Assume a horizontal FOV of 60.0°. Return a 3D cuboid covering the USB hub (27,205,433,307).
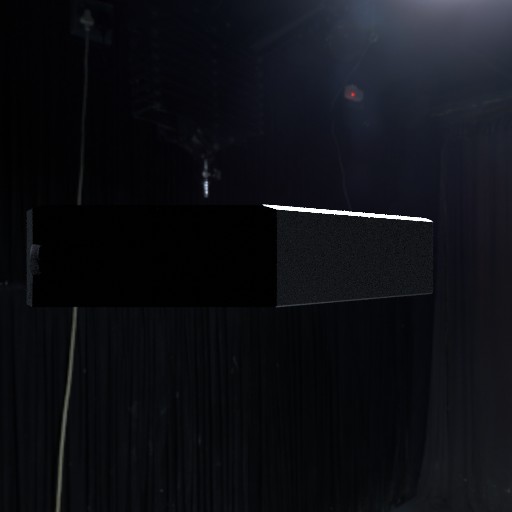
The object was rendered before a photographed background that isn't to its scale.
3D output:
[{"bbox_3d":[0.000,0.000,0.124,0.110,0.023,0.044,0,0,-36],"label":"USB hub"}]
